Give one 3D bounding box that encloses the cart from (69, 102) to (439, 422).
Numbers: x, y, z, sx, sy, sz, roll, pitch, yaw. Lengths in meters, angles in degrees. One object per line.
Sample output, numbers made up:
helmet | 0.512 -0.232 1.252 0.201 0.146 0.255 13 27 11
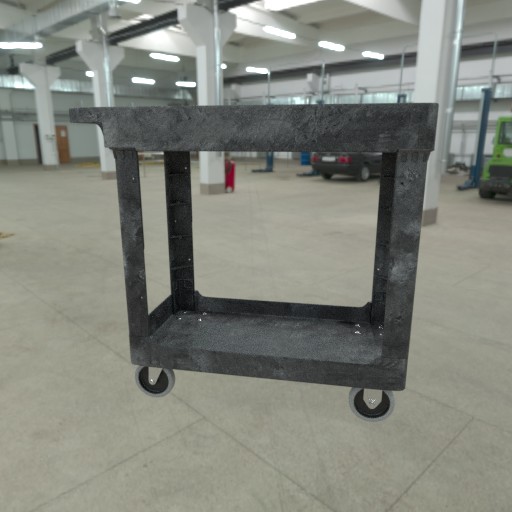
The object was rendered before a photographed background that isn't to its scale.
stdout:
cart | 0.000 0.000 1.316 0.877 0.824 0.420 3 15 10
